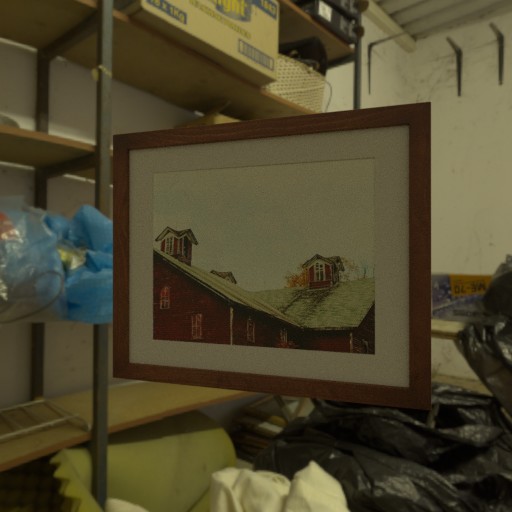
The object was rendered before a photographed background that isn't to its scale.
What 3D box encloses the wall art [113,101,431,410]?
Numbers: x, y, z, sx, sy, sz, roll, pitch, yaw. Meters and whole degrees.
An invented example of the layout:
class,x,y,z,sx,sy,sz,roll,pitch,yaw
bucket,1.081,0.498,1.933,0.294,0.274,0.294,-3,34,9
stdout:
class,x,y,z,sx,sy,sz,roll,pitch,yaw
wall art,0.000,0.000,0.761,0.558,0.457,0.033,0,0,19
